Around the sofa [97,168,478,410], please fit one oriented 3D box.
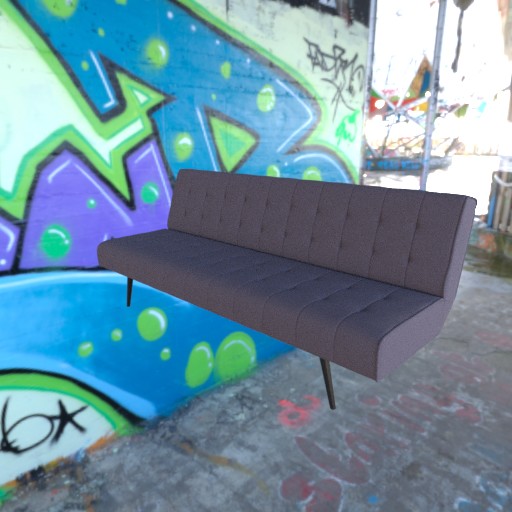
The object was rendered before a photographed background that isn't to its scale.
[{"bbox_3d":[0.000,0.000,2.098,1.703,0.699,0.747,15,21,42],"label":"sofa"}]
